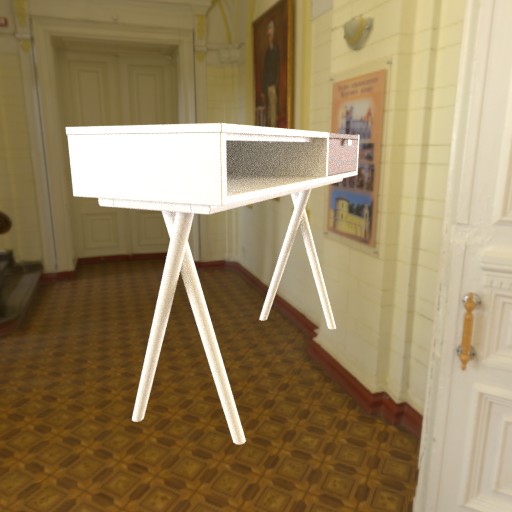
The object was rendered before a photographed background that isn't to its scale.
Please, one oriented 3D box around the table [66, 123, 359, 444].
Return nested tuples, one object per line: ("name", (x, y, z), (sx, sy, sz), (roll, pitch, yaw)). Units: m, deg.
("table", (0.000, 0.000, 1.454), (0.418, 0.785, 1.066), (7, 15, 25))
